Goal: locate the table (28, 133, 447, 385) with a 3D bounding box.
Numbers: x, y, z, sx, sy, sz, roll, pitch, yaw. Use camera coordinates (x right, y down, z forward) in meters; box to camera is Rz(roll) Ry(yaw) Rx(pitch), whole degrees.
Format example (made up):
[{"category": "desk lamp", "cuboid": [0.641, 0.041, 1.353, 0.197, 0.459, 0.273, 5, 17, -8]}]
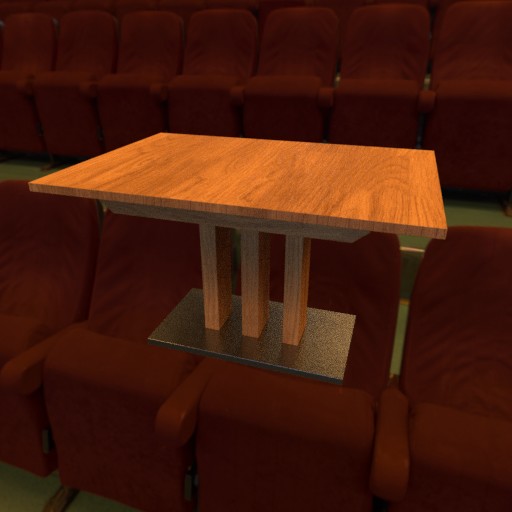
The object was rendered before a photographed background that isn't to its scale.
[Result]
[{"category": "table", "cuboid": [0.000, 0.000, 1.846, 1.300, 0.770, 0.900, 8, 27, 16]}]
